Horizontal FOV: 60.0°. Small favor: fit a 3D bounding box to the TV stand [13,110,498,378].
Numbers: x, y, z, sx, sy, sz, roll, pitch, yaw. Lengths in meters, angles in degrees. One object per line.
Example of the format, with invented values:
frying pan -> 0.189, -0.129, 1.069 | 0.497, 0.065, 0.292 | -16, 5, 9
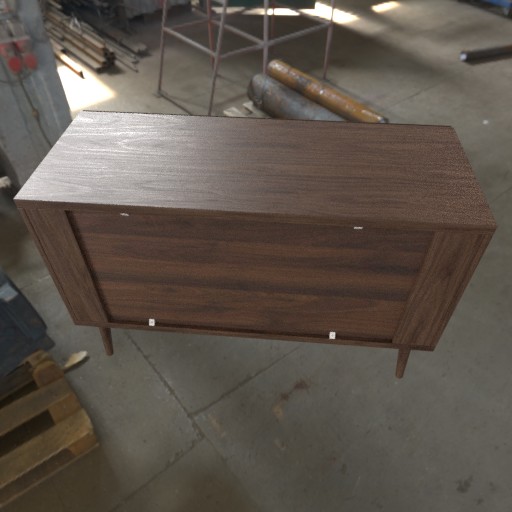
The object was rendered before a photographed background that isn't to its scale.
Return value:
TV stand -> 0.000, 0.000, 1.277 | 0.990, 0.660, 0.405 | 4, 45, 4
